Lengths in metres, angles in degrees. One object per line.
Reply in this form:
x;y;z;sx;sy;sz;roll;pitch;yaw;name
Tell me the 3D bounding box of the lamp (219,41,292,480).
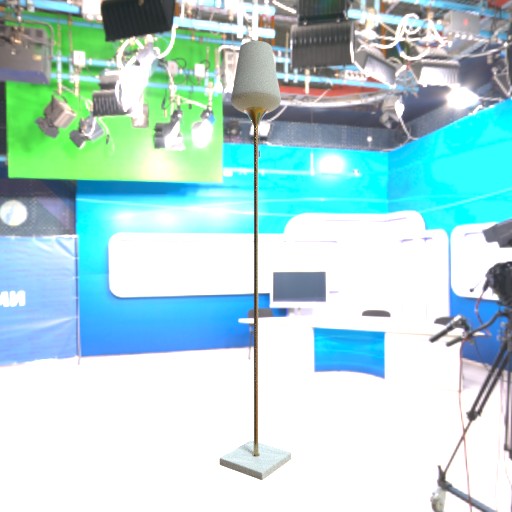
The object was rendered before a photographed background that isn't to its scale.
0.000;0.000;1.942;0.229;1.813;0.232;0;0;36;lamp
